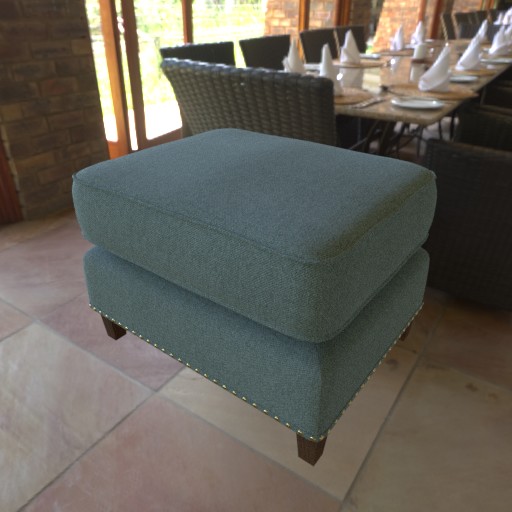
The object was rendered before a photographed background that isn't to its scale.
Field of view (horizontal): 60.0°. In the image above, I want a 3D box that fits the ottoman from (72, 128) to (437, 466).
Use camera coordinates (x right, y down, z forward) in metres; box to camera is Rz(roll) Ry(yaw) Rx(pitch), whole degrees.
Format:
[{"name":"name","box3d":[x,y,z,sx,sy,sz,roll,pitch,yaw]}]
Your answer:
[{"name":"ottoman","box3d":[0.000,0.000,1.144,0.738,0.537,0.589,21,36,32]}]
